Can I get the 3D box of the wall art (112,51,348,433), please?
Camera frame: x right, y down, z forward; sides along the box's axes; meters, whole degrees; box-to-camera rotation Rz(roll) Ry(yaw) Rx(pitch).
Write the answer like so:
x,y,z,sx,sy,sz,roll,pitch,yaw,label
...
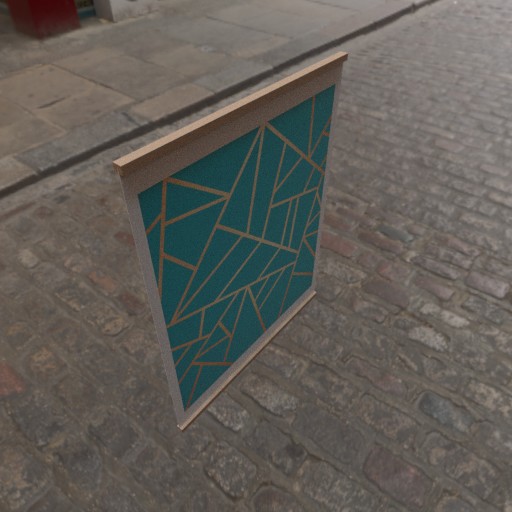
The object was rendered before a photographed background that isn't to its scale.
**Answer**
x,y,z,sx,sy,sz,roll,pitch,yaw,label
0.000,0.000,0.692,0.012,0.508,0.405,29,49,28,wall art
